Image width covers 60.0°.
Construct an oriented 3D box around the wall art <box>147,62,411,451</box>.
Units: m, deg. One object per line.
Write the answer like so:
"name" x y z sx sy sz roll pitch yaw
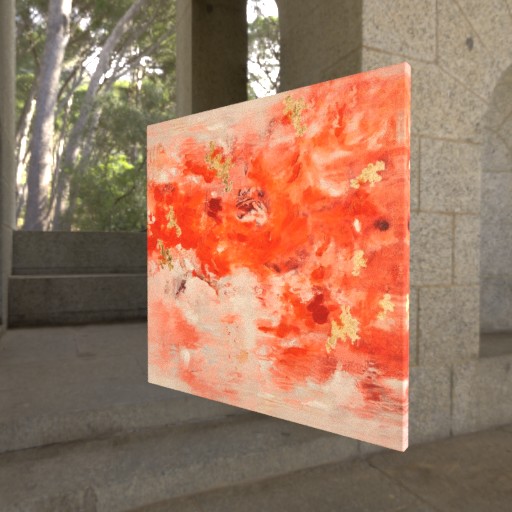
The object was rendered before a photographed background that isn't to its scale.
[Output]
"wall art" 0.000 0.000 1.279 0.878 0.878 0.066 1 1 36
